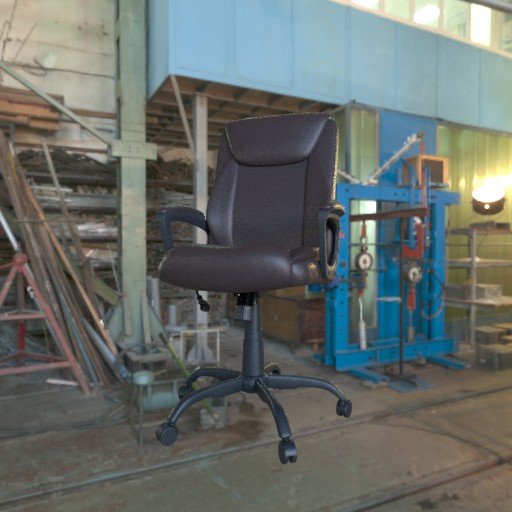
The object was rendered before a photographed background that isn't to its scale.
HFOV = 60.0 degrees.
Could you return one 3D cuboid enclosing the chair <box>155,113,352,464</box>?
[{"bbox_3d":[0.000,0.000,1.479,0.615,1.072,0.655,0,2,18],"label":"chair"}]
